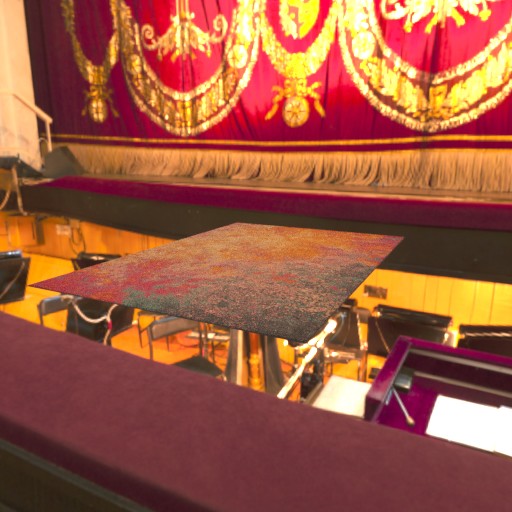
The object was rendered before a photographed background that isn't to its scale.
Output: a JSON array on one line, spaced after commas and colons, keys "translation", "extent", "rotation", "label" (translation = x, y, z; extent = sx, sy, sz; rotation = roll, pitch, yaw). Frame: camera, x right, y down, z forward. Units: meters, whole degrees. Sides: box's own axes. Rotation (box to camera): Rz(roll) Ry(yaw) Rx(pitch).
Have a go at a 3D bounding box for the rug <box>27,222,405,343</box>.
[{"translation": [0.000, 0.000, 3.801], "extent": [2.007, 0.013, 2.896], "rotation": [7, 15, 26], "label": "rug"}]
